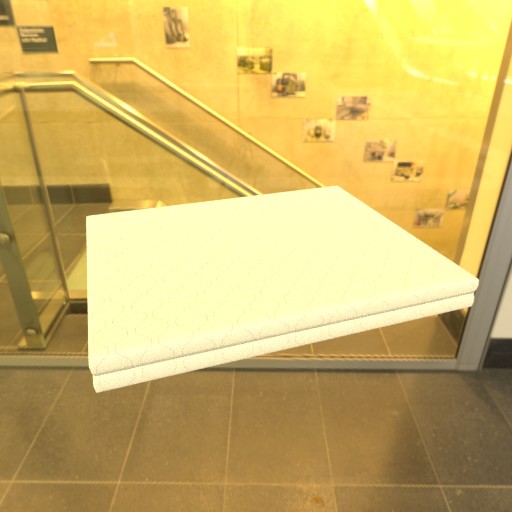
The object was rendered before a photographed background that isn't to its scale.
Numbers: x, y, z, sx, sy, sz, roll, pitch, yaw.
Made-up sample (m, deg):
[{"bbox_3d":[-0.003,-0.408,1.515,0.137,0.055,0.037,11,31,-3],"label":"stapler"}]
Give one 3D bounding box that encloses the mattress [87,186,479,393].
[{"bbox_3d":[0.000,0.000,2.799,2.000,0.200,1.600,-9,30,-17],"label":"mattress"}]
